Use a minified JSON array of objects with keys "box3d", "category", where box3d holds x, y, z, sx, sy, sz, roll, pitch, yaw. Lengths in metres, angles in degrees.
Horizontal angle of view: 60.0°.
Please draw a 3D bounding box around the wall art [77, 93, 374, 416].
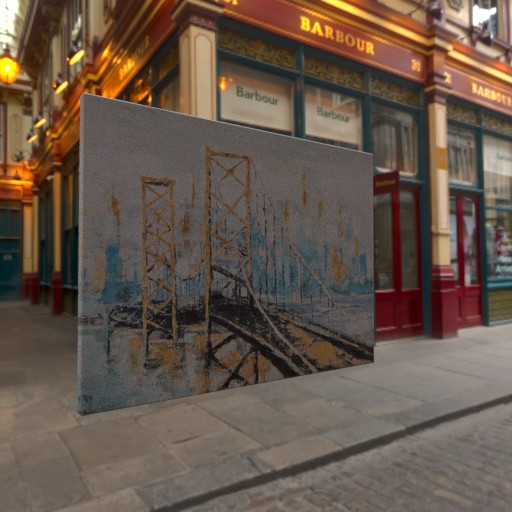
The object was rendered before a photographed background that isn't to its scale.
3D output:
[{"box3d":[0.000,0.000,1.342,1.016,0.762,0.038,1,-2,-35],"category":"wall art"}]
